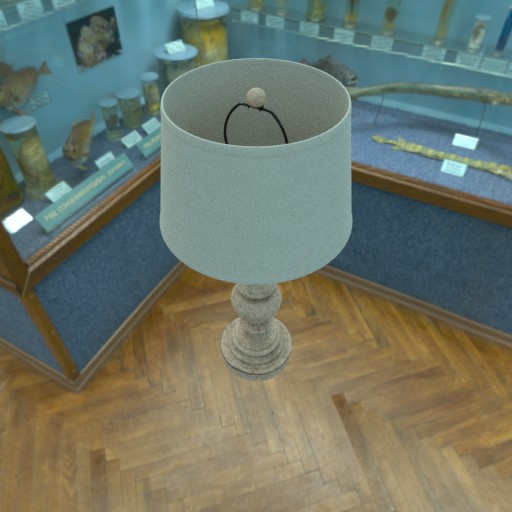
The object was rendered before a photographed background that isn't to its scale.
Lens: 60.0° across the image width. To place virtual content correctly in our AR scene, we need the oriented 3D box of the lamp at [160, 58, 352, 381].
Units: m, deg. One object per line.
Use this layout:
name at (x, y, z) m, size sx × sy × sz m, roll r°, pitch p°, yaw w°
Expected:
lamp at (0.000, 0.000, 0.871) m, size 0.340 × 0.678 × 0.340 m, roll 0°, pitch 46°, yaw 0°
